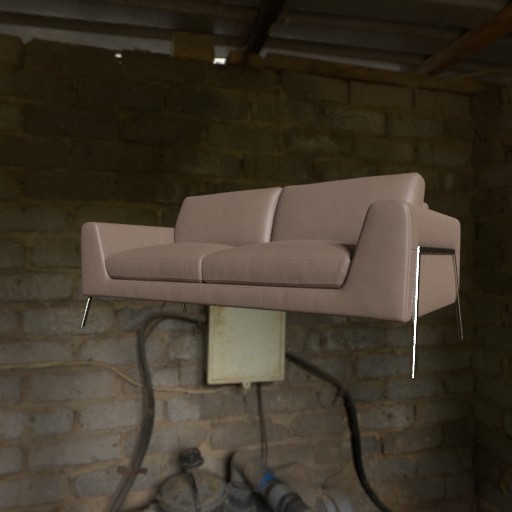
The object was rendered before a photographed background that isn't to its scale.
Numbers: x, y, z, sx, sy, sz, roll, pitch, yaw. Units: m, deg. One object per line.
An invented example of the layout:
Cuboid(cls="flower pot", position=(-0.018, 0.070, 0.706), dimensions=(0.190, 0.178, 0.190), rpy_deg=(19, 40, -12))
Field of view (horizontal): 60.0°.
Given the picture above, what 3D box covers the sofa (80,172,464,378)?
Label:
Cuboid(cls="sofa", position=(0.000, 0.000, 2.533), dimensions=(2.017, 0.875, 0.953), rpy_deg=(0, 0, 35))
